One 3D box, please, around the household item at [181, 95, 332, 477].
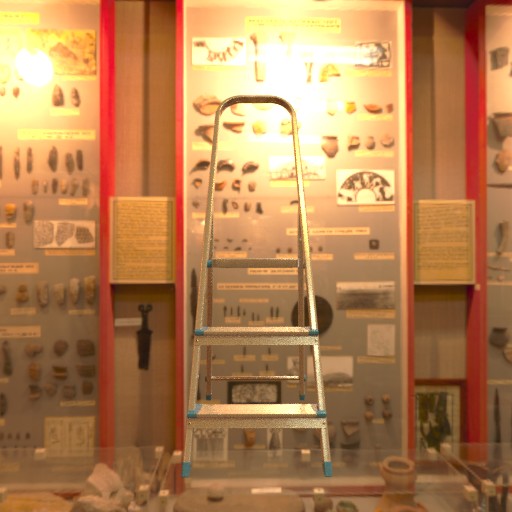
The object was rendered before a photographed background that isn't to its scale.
[{"bbox_3d":[0.000,0.000,1.561,0.420,1.215,0.687,0,0,0],"label":"household item"}]
